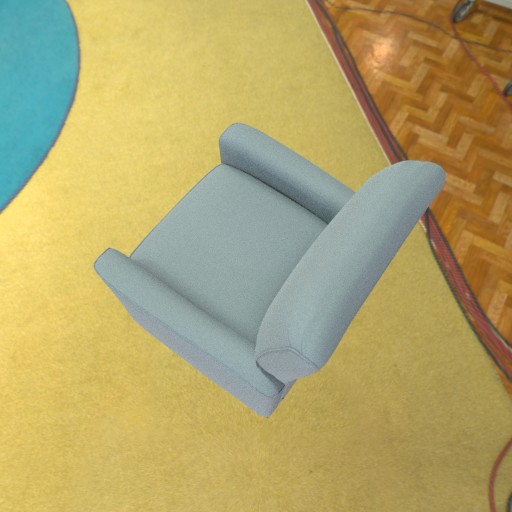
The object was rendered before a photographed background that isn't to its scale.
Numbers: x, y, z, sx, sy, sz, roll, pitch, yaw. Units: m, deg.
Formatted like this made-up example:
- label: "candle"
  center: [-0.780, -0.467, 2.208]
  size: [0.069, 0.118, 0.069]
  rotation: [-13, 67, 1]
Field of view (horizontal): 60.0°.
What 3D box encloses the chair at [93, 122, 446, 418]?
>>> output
- label: "chair"
  center: [0.000, 0.000, 1.627]
  size: [0.846, 1.007, 0.853]
  rotation: [33, 68, 15]
